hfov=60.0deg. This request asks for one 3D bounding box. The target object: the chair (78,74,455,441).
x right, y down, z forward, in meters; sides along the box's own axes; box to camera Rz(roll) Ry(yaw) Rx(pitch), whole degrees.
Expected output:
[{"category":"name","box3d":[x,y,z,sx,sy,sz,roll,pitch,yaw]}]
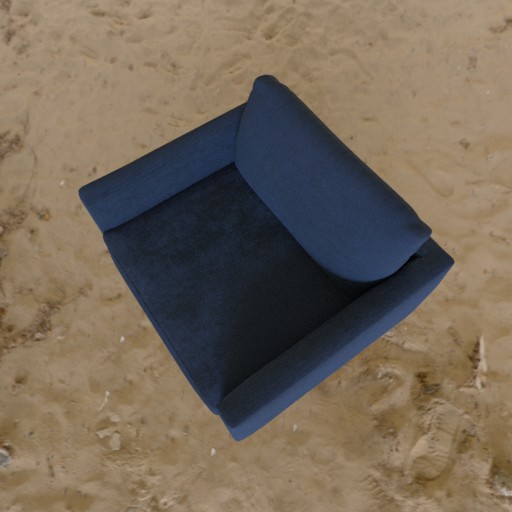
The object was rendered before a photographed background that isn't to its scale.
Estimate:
[{"category":"chair","box3d":[0.000,0.000,1.618,0.875,0.812,0.964,-33,68,-15]}]
